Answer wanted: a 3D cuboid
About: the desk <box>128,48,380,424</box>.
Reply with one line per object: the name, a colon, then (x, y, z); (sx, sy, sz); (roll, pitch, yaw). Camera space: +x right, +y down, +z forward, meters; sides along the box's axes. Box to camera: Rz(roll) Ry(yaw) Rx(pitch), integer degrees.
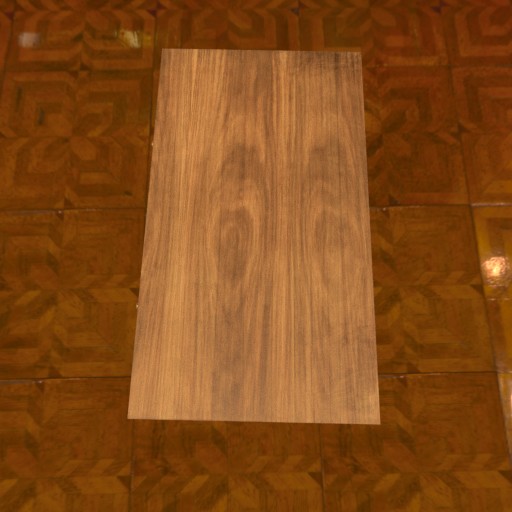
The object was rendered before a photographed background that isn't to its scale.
desk: (0.000, 0.000, 1.441); (0.588, 0.758, 0.949); (1, 74, 0)
